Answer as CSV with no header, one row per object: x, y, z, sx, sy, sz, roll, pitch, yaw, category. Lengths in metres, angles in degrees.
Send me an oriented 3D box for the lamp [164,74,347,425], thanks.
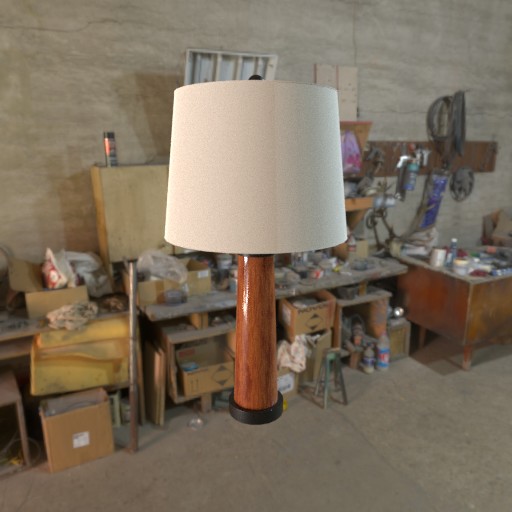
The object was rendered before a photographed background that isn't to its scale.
0.000,0.000,0.869,0.349,0.667,0.349,0,13,0,lamp
